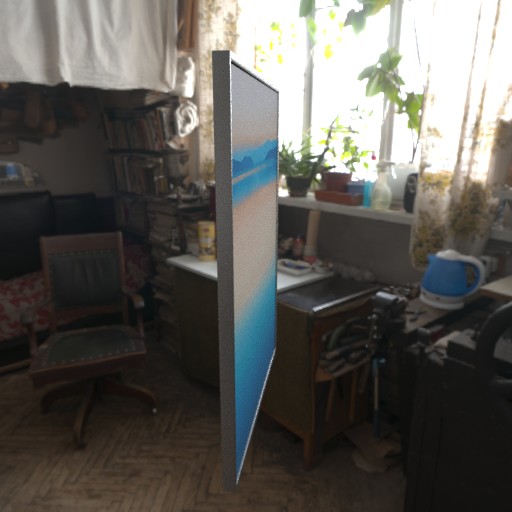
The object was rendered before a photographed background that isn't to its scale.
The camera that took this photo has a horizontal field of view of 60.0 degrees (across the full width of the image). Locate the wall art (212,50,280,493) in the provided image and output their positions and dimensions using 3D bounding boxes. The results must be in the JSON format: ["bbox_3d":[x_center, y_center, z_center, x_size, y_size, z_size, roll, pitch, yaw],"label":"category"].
[{"bbox_3d":[0.000,0.000,1.394,0.037,1.062,0.801,3,16,10],"label":"wall art"}]
